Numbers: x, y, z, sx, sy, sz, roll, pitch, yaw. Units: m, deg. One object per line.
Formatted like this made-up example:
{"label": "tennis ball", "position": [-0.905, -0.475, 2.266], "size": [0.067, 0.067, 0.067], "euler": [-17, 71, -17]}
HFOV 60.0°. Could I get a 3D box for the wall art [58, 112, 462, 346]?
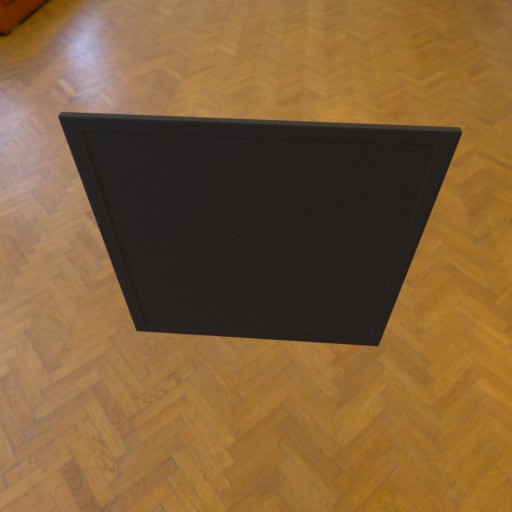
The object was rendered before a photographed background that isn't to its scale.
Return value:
{"label": "wall art", "position": [0.000, 0.000, 0.824], "size": [0.562, 0.558, 0.012], "euler": [3, 48, 3]}
